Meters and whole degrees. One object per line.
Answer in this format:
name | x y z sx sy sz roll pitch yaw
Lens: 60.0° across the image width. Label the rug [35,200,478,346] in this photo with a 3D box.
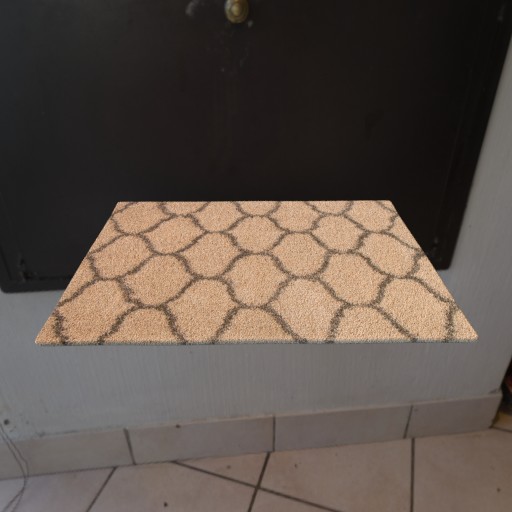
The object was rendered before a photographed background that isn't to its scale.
rug | 0.000 0.000 2.098 1.600 0.025 1.200 0 31 -1
